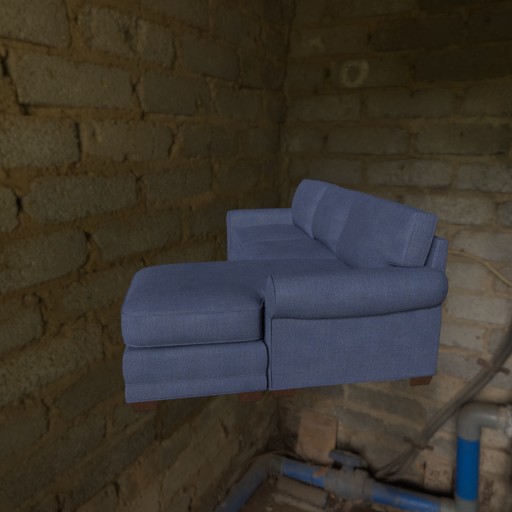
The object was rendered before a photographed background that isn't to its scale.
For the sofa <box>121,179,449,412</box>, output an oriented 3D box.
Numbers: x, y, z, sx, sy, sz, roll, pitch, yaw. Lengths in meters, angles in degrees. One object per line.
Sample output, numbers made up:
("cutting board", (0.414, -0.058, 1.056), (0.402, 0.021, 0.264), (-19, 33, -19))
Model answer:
("sofa", (0.000, 0.000, 3.485), (1.780, 1.063, 2.567), (-2, 14, -9))
